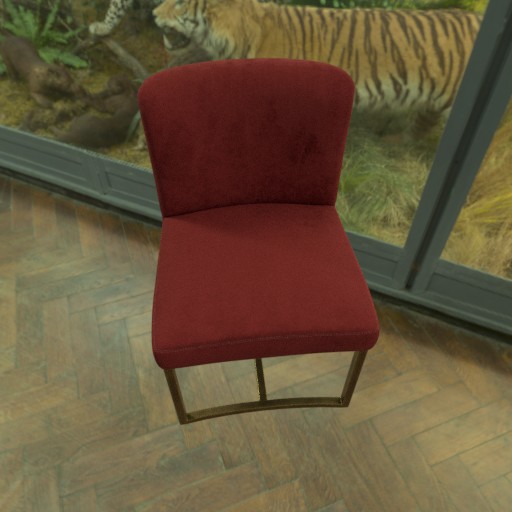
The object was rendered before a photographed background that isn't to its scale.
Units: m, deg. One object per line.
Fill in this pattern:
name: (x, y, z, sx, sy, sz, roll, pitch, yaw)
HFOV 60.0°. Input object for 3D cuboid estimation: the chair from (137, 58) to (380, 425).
chair: (0.000, 0.000, 1.171, 0.530, 0.824, 0.560, -5, 47, -4)
